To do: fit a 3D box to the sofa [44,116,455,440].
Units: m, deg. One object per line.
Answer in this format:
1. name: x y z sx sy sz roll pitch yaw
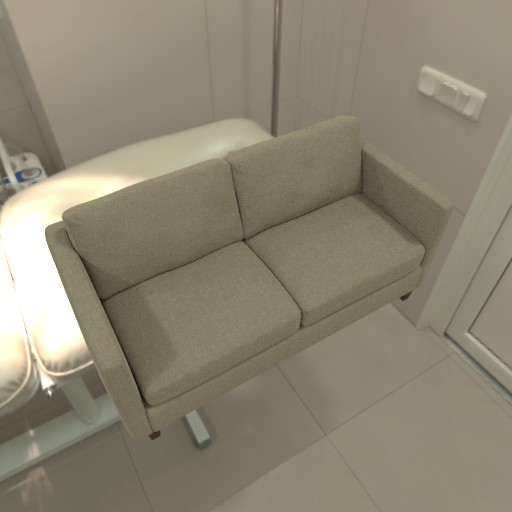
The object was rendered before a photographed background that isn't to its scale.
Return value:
1. sofa: 0.000 0.000 2.400 1.884 0.947 0.951 -24 51 -21
